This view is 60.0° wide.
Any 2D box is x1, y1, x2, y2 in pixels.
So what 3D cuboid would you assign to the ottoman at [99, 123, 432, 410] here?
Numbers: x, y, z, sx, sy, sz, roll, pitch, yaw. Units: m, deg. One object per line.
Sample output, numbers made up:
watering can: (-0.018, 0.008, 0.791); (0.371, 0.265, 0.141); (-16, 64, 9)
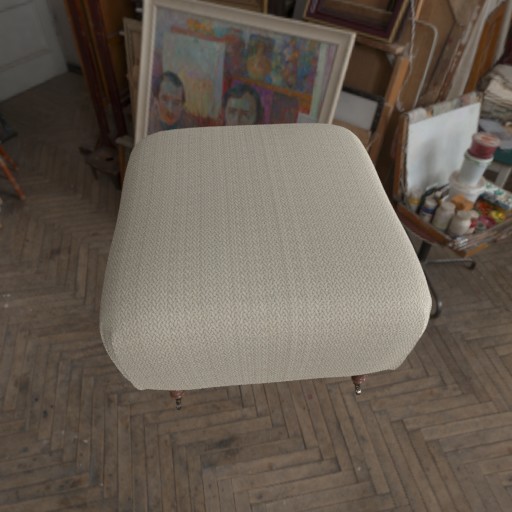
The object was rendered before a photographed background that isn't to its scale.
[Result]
ottoman: (0.000, 0.000, 1.101); (0.622, 0.447, 0.684); (-4, 46, -3)
